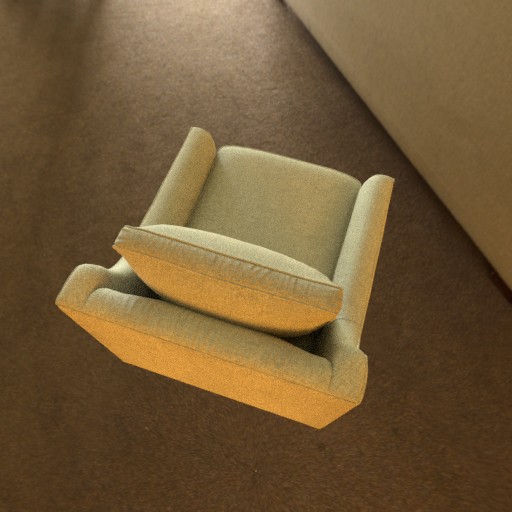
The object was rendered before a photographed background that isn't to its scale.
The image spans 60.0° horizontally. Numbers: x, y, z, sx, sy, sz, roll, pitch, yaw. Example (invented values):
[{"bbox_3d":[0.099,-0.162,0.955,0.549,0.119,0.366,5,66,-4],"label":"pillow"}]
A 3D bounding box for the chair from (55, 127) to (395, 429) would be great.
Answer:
[{"bbox_3d":[0.000,0.000,1.597,0.838,0.864,0.918,16,65,8],"label":"chair"}]
